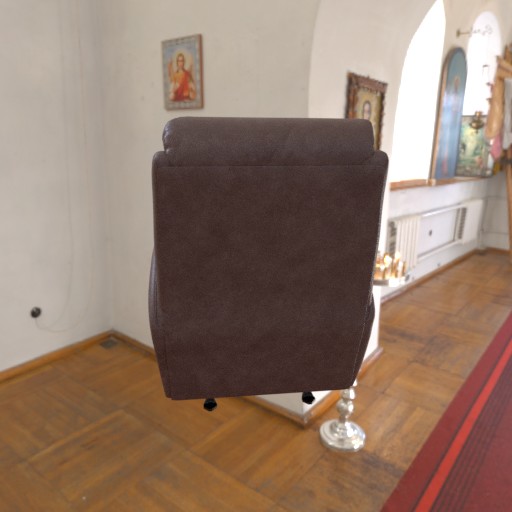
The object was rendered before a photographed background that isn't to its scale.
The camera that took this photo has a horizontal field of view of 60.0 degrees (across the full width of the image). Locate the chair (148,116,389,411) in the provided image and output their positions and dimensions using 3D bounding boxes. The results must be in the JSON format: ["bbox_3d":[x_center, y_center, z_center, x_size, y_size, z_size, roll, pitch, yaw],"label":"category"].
[{"bbox_3d":[0.000,0.000,1.832,0.865,1.067,1.067,-2,15,-6],"label":"chair"}]
